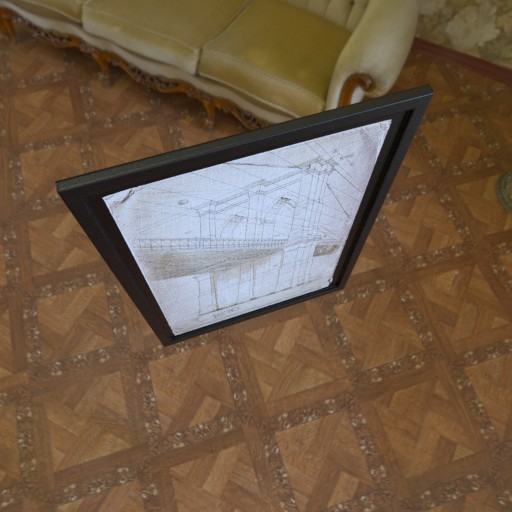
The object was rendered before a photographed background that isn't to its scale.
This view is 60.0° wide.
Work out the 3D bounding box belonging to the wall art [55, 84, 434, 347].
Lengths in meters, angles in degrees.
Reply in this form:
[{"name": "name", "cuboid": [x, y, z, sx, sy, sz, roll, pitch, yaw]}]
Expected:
[{"name": "wall art", "cuboid": [0.000, 0.000, 0.832, 0.480, 0.657, 0.016, -17, 64, -8]}]
